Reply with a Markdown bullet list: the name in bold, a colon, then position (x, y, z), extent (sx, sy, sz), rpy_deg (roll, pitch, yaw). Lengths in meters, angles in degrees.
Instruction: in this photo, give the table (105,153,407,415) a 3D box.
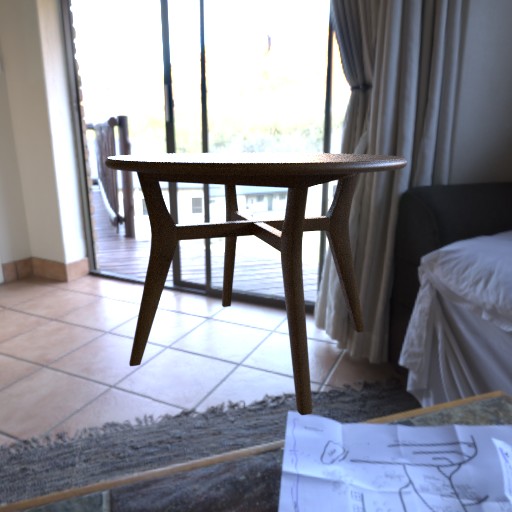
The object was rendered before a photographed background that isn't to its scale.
- **table**: position (0.000, 0.000, 1.721), extent (1.055, 0.757, 1.055), rpy_deg (0, 14, 0)
